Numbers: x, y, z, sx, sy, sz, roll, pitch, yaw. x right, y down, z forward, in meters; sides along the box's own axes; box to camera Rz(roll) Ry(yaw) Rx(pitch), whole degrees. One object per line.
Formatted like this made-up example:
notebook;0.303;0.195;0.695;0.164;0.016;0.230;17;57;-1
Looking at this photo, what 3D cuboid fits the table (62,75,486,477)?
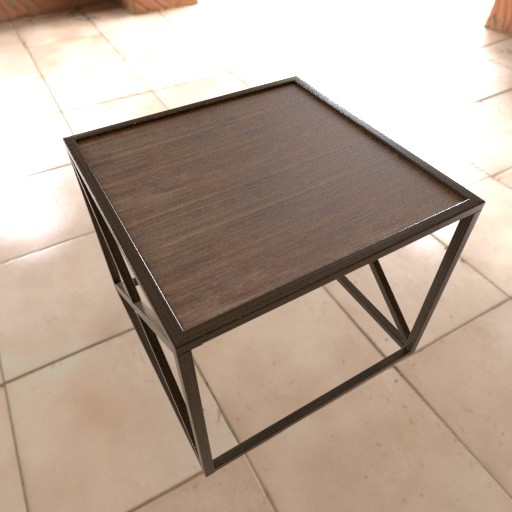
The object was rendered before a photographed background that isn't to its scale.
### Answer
table;0.000;0.000;1.061;0.609;0.507;0.611;-23;50;-21
